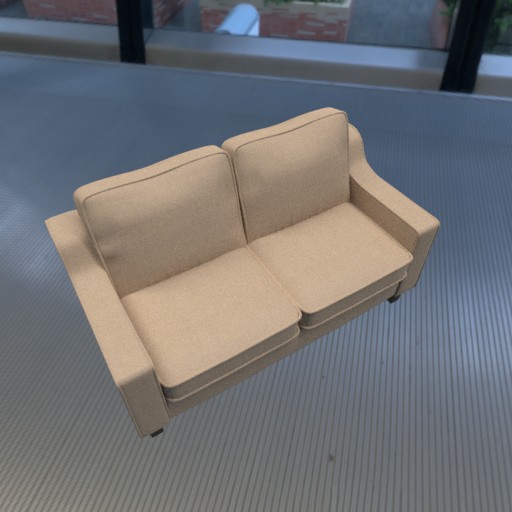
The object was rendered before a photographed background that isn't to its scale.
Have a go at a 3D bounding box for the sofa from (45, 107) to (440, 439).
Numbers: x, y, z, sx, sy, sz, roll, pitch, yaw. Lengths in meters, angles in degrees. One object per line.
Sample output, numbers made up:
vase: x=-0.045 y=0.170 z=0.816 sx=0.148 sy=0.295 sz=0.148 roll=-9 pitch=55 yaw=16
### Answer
sofa: x=0.000 y=0.000 z=3.442 sx=2.587 sy=1.562 sz=1.351 roll=-24 pitch=51 yaw=-21
